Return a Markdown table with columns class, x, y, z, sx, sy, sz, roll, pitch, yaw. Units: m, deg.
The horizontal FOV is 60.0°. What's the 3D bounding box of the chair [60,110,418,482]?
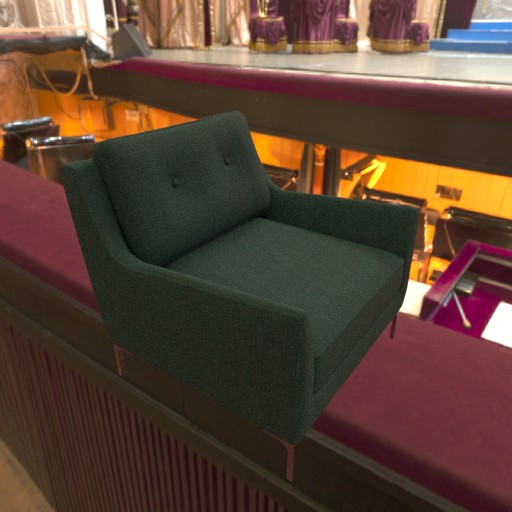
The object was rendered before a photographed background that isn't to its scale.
| class | x | y | z | sx | sy | sz | roll | pitch | yaw |
| --- | --- | --- | --- | --- | --- | --- | --- | --- | --- |
| chair | 0.000 | 0.000 | 1.527 | 0.849 | 0.828 | 0.847 | 18 | 33 | 31 |
